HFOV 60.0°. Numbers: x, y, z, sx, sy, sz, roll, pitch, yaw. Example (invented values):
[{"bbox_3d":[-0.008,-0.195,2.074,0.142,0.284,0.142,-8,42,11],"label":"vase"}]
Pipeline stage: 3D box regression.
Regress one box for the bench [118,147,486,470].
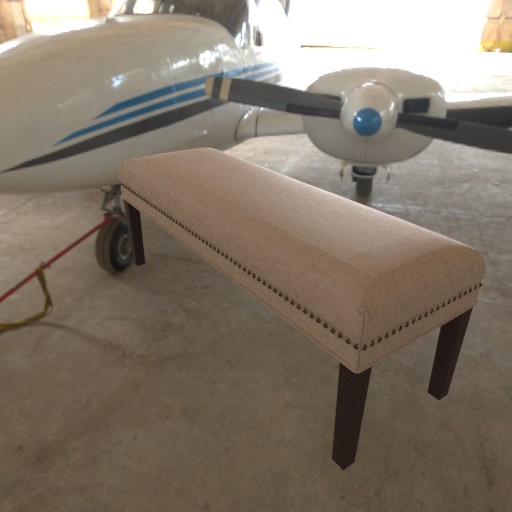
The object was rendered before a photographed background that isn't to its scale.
[{"bbox_3d":[0.000,0.000,1.403,0.410,0.457,1.219,-18,32,-31],"label":"bench"}]
